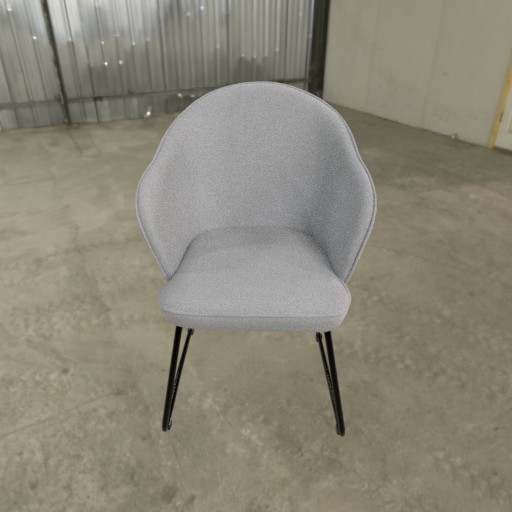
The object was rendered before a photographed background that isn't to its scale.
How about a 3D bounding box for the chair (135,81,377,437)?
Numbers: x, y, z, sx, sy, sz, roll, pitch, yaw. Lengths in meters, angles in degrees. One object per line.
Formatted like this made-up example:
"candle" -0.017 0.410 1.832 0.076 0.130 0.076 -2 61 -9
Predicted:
"chair" 0.000 0.000 1.229 0.570 0.817 0.592 1 31 1
